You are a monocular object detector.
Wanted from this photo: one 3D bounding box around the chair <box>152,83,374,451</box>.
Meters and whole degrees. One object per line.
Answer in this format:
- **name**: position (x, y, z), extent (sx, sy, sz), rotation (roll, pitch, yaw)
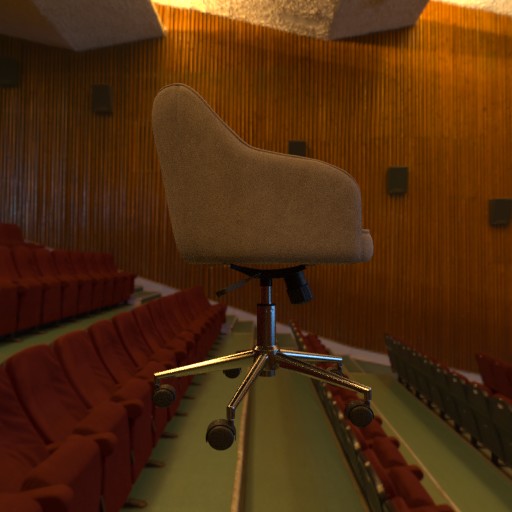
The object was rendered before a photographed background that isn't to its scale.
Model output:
- **chair**: position (0.000, 0.000, 1.252), extent (0.573, 0.831, 0.635), rotation (0, -1, 0)
